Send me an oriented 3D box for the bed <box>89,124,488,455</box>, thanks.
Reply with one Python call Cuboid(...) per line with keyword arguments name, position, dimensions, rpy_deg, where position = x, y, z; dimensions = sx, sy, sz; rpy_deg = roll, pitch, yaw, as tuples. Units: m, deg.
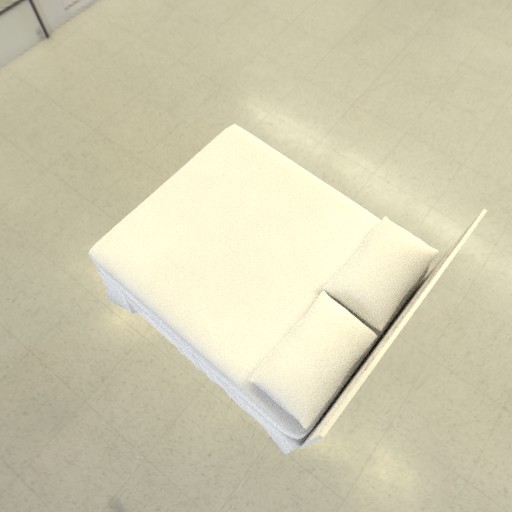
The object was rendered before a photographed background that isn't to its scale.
Cuboid(name="bed", position=(0.000, 0.000, 3.183), dimensions=(2.094, 1.335, 1.745), rpy_deg=(37, 69, 17))
